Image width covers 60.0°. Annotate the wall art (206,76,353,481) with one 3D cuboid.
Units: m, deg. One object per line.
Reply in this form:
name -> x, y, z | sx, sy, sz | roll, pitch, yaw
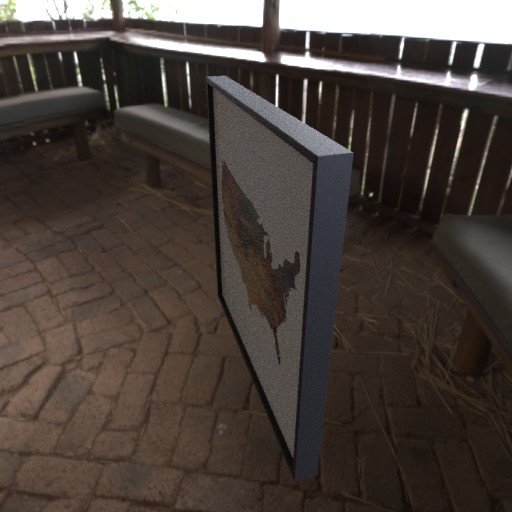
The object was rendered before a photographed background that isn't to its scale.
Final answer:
wall art -> 0.000, 0.000, 0.760 | 0.038, 0.507, 0.507 | -9, 32, -15
